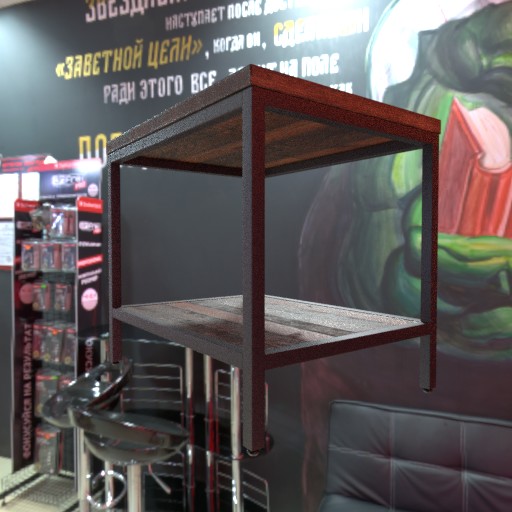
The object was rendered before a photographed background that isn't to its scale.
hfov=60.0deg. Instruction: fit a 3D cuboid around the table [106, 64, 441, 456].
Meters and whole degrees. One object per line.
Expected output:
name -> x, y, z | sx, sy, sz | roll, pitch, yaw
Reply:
table -> 0.000, 0.000, 1.110 | 0.524, 0.612, 0.678 | -1, 2, -37
